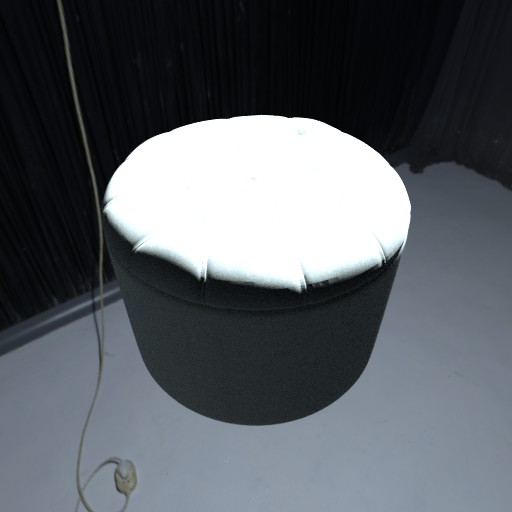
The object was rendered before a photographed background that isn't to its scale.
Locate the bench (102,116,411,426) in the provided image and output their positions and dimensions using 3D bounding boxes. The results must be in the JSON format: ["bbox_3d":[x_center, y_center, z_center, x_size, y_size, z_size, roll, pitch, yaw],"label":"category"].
[{"bbox_3d":[0.000,0.000,0.997,0.600,0.453,0.600,0,43,0],"label":"bench"}]
